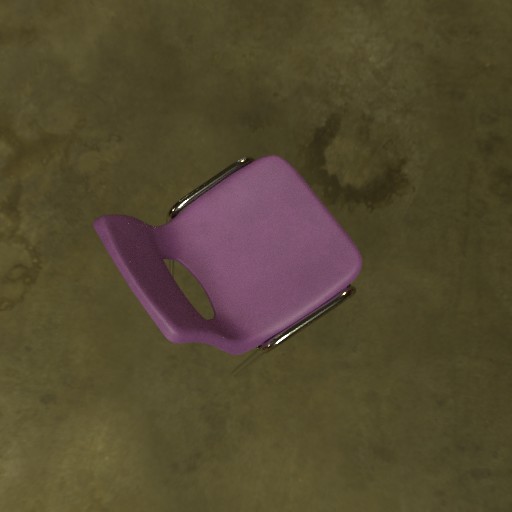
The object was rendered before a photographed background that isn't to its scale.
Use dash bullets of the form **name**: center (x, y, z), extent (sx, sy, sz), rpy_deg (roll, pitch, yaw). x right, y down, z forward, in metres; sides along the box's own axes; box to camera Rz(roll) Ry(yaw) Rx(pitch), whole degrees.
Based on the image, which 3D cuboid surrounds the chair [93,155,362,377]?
- **chair**: center (0.000, 0.000, 0.964), extent (0.432, 0.704, 0.381), rpy_deg (-34, 78, -9)
